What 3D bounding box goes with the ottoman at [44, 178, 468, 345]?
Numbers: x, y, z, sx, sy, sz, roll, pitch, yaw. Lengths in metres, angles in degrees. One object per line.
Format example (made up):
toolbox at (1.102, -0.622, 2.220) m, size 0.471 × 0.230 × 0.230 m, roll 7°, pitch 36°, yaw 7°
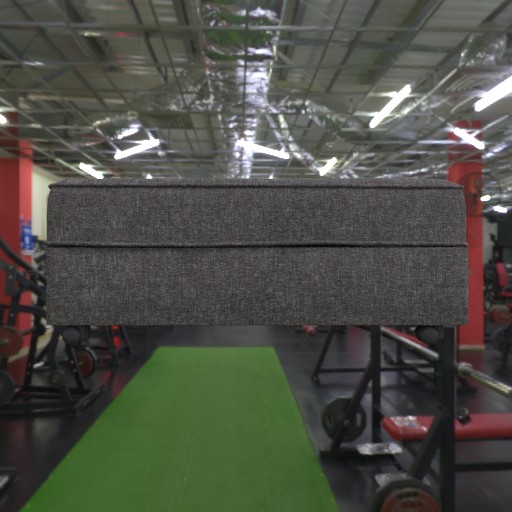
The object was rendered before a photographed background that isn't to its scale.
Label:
ottoman at (0.000, 0.000, 1.546) m, size 1.184 × 0.487 × 0.717 m, roll 0°, pitch 0°, yaw 0°
